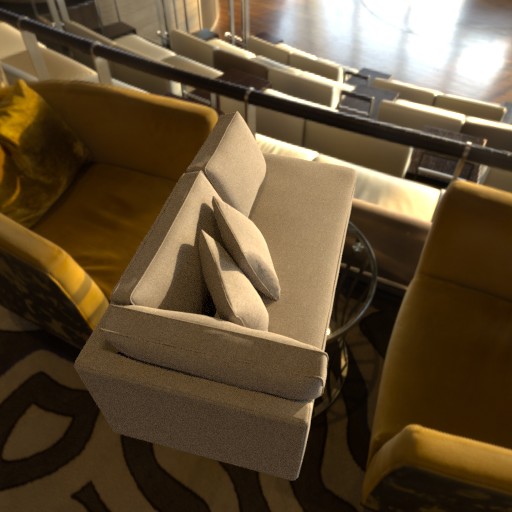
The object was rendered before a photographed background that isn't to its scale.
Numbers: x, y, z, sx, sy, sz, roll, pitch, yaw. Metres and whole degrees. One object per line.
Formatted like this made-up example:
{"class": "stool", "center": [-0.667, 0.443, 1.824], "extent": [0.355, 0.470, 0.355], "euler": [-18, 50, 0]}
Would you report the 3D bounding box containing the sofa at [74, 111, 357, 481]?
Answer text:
{"class": "sofa", "center": [0.000, 0.000, 2.804], "extent": [1.110, 1.019, 2.238], "euler": [11, 48, 10]}
